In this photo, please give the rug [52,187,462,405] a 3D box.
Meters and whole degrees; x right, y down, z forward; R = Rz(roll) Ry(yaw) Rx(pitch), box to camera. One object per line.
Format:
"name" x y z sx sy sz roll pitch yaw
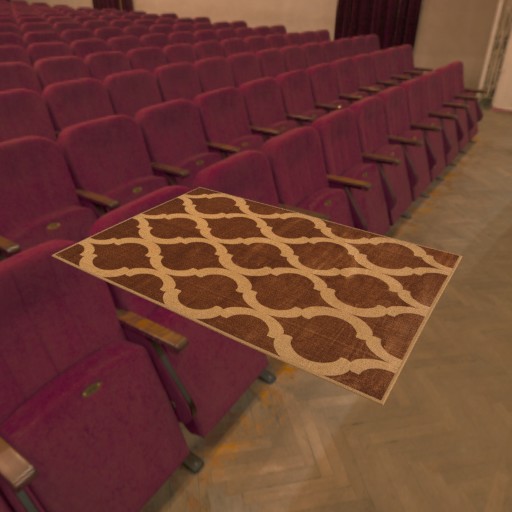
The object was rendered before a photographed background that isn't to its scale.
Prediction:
"rug" 0.000 0.000 2.953 2.290 0.014 1.526 18 34 29
